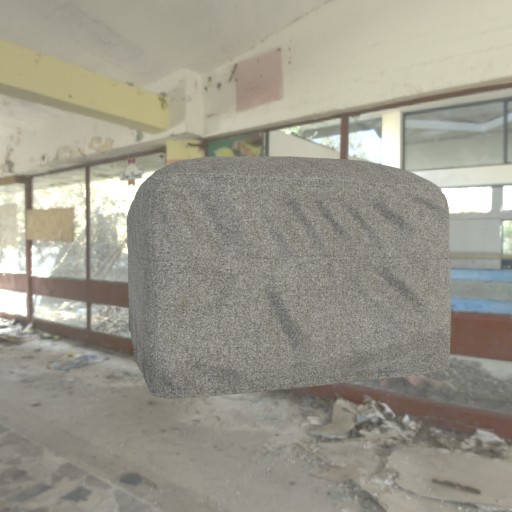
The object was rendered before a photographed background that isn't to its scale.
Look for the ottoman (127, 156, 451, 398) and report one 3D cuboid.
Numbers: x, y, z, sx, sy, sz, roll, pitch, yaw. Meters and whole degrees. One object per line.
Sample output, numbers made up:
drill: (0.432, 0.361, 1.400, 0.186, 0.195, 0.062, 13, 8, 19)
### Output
ottoman: (0.000, 0.000, 1.239, 0.683, 0.481, 0.837, 0, 1, -18)
